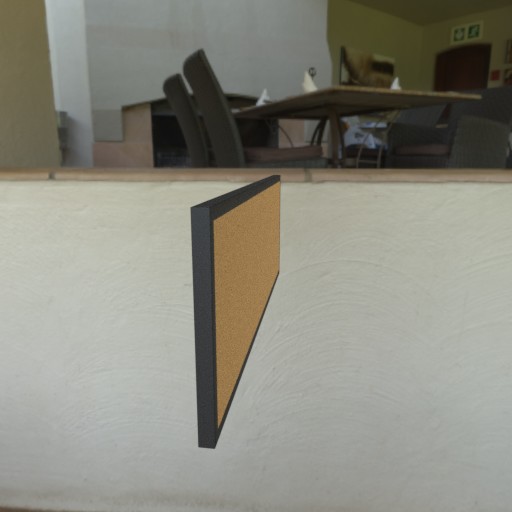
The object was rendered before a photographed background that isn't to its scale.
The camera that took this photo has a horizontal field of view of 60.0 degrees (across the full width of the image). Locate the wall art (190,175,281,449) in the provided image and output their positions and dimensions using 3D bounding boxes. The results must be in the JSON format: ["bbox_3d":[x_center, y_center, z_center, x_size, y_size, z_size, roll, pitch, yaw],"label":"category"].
[{"bbox_3d":[0.000,0.000,1.717,0.041,0.554,1.572,2,13,8],"label":"wall art"}]
